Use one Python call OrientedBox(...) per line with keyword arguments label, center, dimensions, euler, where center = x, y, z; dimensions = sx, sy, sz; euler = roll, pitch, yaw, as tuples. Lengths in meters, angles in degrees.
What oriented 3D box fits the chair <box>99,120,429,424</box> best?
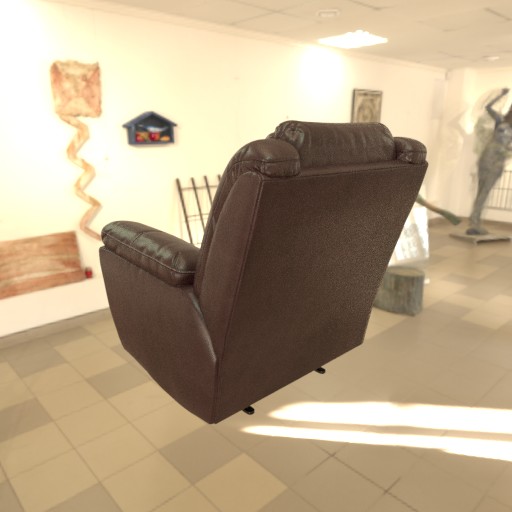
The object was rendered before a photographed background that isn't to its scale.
OrientedBox(label="chair", center=(0.000, 0.000, 1.899), dimensions=(0.990, 1.093, 1.041), euler=(-14, 21, -41))
